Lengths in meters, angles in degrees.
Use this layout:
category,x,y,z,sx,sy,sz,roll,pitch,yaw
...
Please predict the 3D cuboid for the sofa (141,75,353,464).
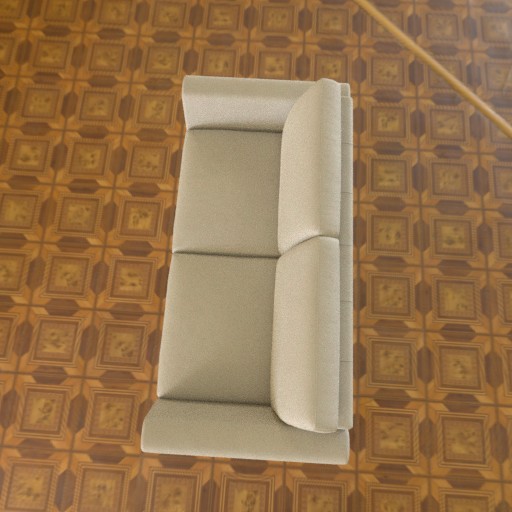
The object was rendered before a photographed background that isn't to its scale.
category,x,y,z,sx,sy,sz,roll,pitch,yaw
sofa,0.000,0.000,2.423,0.953,0.875,2.017,3,75,1
